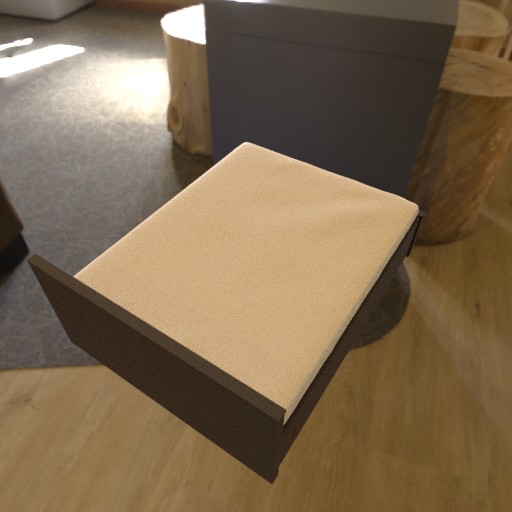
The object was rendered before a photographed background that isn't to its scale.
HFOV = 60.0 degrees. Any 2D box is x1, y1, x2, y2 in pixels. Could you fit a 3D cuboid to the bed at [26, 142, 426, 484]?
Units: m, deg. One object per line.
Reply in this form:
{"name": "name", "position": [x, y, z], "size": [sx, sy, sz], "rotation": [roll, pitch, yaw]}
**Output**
{"name": "bed", "position": [0.000, 0.000, 3.020], "size": [1.634, 0.808, 2.103], "rotation": [26, 51, 23]}
